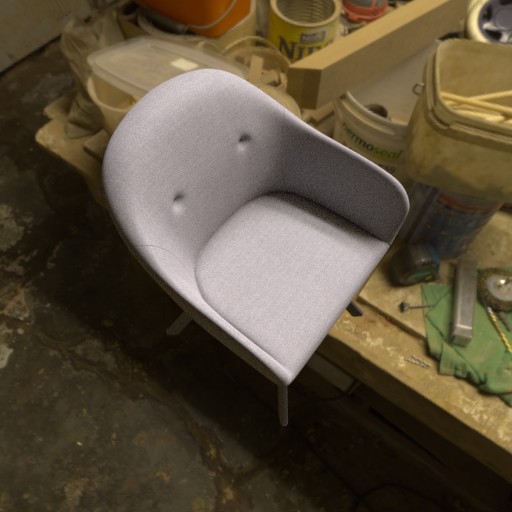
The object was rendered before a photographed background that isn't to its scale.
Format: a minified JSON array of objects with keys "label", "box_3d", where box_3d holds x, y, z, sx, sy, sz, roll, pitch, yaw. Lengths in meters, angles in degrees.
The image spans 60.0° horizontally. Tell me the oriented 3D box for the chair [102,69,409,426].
[{"label":"chair","box_3d":[0.000,0.000,1.156,0.570,0.780,0.540,33,65,18]}]
